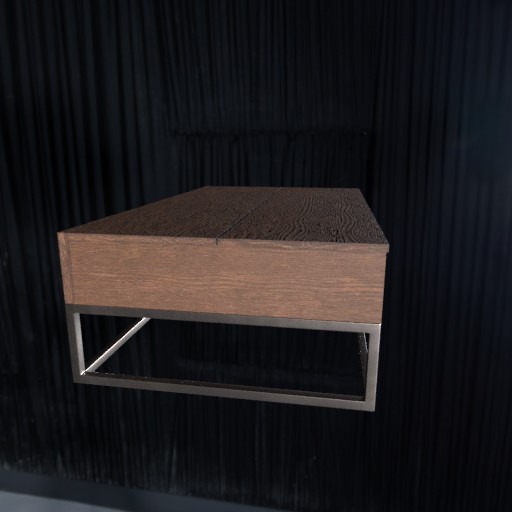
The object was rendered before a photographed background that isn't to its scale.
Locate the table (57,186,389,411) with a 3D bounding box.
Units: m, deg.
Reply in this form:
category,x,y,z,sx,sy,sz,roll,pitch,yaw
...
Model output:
category,x,y,z,sx,sy,sz,roll,pitch,yaw
table,0.000,0.000,1.507,0.719,0.361,1.167,2,14,10
